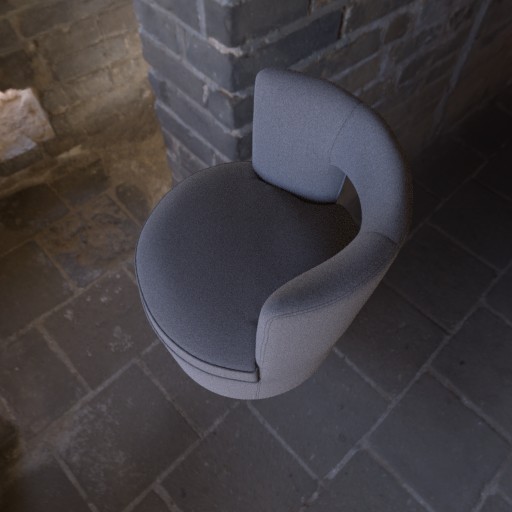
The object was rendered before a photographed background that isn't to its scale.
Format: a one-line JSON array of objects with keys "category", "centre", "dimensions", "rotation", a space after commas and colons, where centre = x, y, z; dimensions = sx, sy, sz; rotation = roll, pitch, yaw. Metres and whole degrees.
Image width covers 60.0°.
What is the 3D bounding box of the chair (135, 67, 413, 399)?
[{"category": "chair", "centre": [0.000, 0.000, 1.230], "dimensions": [0.660, 0.719, 0.689], "rotation": [-1, 58, -1]}]
